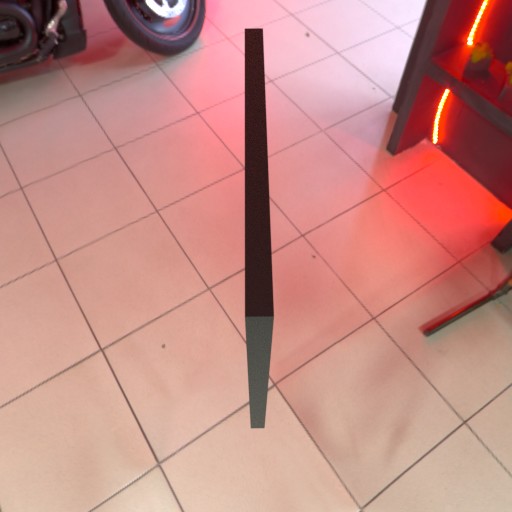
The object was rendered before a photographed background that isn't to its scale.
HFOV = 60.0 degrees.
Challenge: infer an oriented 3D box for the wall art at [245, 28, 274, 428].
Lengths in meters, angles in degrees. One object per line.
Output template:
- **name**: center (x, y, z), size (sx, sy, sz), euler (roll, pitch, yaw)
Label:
- **wall art**: center (0.000, 0.000, 0.544), size (0.019, 0.381, 0.330), euler (-1, 58, 0)
